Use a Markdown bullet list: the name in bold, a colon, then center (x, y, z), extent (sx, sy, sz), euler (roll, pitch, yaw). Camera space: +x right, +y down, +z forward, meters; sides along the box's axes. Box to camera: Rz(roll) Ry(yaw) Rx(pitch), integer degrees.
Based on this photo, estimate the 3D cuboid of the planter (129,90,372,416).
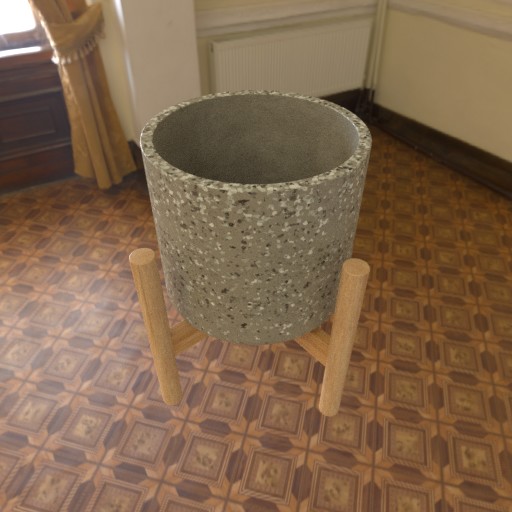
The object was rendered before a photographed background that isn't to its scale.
- **planter**: center (0.000, 0.000, 0.536), extent (0.284, 0.320, 0.284), euler (-12, 42, -14)
